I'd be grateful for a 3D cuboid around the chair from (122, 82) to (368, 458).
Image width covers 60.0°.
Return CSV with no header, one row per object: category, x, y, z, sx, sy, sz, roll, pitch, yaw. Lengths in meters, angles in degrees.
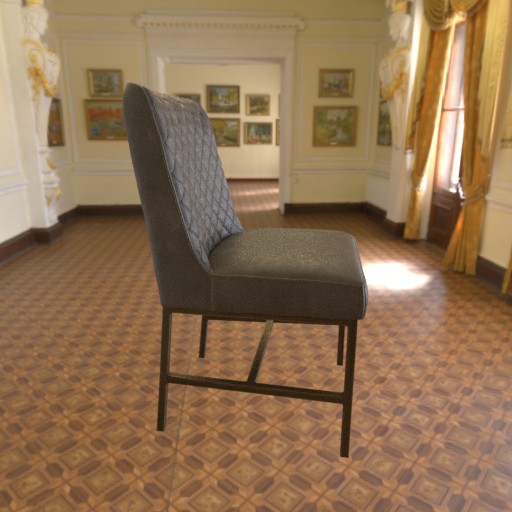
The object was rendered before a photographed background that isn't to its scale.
chair,0.000,0.000,1.253,0.587,0.889,0.508,2,16,9
